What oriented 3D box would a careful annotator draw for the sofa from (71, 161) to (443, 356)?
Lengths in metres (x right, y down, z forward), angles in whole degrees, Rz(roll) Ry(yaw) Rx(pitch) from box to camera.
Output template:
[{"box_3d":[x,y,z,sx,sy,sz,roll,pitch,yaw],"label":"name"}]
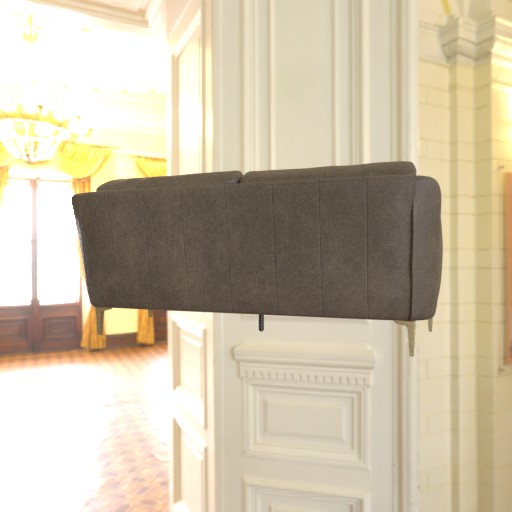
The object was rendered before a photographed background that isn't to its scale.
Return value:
[{"box_3d":[0.000,0.000,2.552,2.036,0.902,0.960,0,0,19],"label":"sofa"}]
